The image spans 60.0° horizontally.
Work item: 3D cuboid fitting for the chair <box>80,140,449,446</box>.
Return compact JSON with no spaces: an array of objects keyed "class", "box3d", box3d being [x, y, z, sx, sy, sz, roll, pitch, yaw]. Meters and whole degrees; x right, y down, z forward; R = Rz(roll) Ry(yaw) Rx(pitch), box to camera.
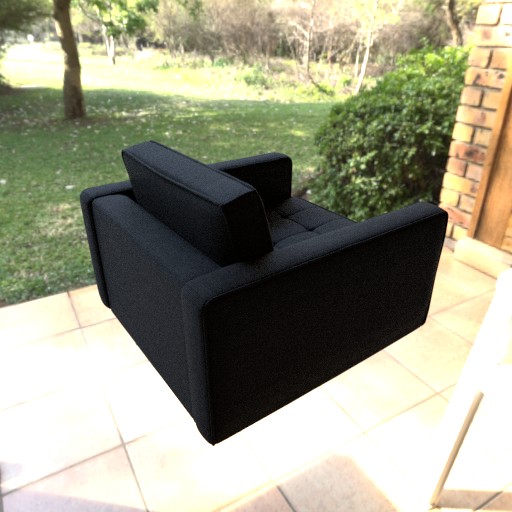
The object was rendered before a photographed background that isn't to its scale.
[{"class":"chair","box3d":[0.000,0.000,1.570,0.919,0.770,0.899,-19,33,-31]}]
